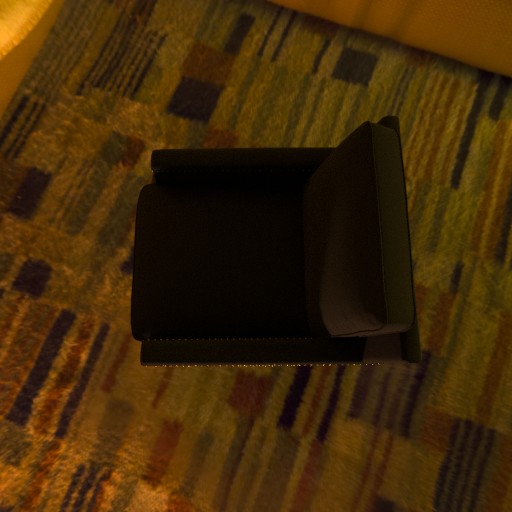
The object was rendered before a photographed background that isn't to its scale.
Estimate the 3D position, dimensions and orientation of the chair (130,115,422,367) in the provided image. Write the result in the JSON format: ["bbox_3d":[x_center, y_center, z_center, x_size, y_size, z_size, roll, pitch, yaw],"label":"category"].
[{"bbox_3d":[0.000,0.000,1.769,1.014,0.943,0.853,0,76,0],"label":"chair"}]
